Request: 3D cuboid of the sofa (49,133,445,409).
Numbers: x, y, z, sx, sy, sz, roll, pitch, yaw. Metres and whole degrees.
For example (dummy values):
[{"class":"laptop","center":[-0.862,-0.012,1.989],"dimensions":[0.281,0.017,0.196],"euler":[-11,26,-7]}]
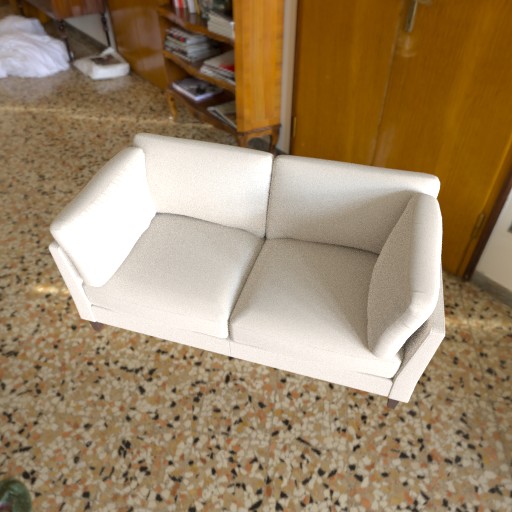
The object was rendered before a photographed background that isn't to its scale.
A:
[{"class":"sofa","center":[0.000,0.000,2.325],"dimensions":[1.776,0.836,0.970],"euler":[12,43,13]}]
